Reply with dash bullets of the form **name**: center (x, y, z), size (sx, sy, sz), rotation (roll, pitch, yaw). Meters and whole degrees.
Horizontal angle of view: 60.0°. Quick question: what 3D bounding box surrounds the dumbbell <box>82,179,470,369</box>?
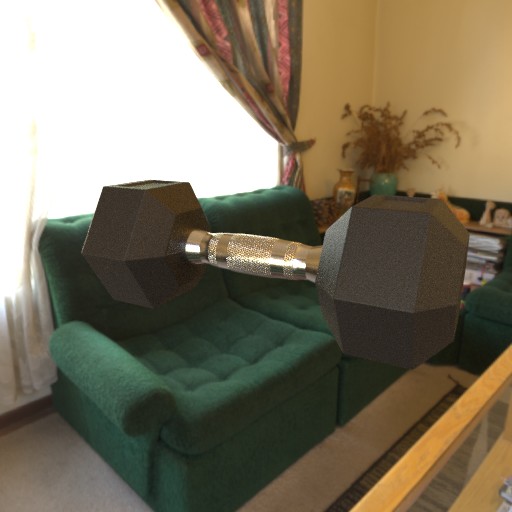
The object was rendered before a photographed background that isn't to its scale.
- **dumbbell**: center (0.000, 0.000, 0.349), size (0.297, 0.101, 0.116), rotation (8, 18, 27)
